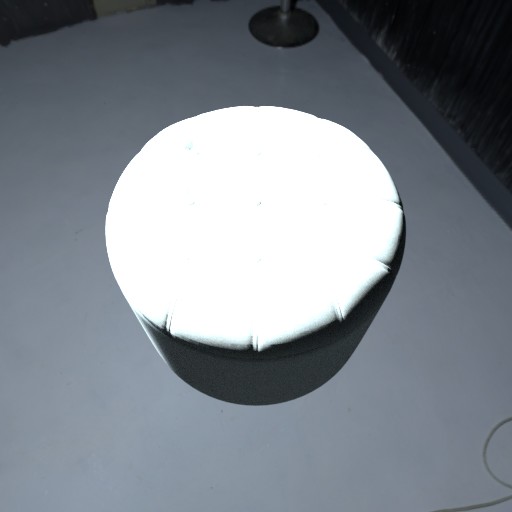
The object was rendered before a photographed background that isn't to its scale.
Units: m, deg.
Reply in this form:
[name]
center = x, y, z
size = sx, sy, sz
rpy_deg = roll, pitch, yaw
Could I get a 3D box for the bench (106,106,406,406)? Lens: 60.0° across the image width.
[bench]
center = 0.000, 0.000, 1.039
size = 0.600, 0.453, 0.600
rpy_deg = 0, 59, 0
